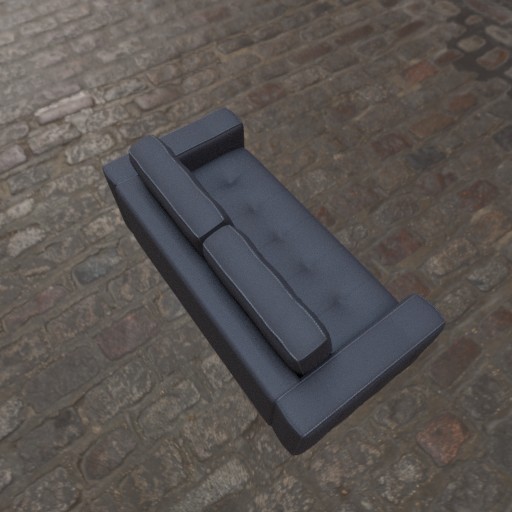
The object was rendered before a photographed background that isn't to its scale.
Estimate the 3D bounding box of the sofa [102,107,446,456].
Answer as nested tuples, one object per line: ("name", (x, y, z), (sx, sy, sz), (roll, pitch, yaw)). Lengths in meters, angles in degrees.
("sofa", (0.000, 0.000, 2.283), (0.833, 0.893, 1.726), (-32, 64, -18))
